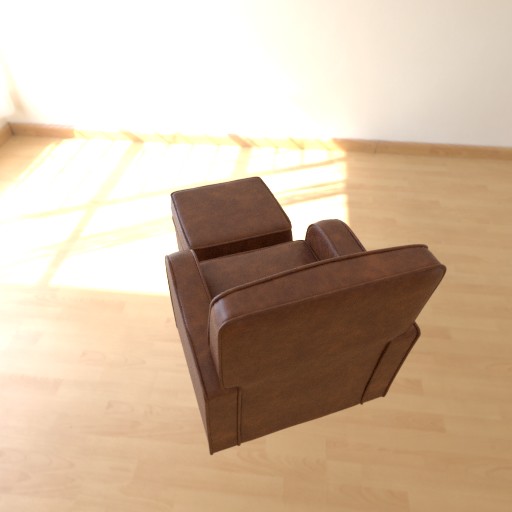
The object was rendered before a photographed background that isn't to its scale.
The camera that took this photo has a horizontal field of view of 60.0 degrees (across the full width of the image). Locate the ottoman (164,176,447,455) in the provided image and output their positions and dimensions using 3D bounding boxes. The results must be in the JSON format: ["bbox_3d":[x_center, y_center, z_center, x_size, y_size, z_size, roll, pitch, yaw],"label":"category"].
[{"bbox_3d":[0.000,0.000,1.823,0.732,0.904,1.314,-13,43,-14],"label":"ottoman"}]
